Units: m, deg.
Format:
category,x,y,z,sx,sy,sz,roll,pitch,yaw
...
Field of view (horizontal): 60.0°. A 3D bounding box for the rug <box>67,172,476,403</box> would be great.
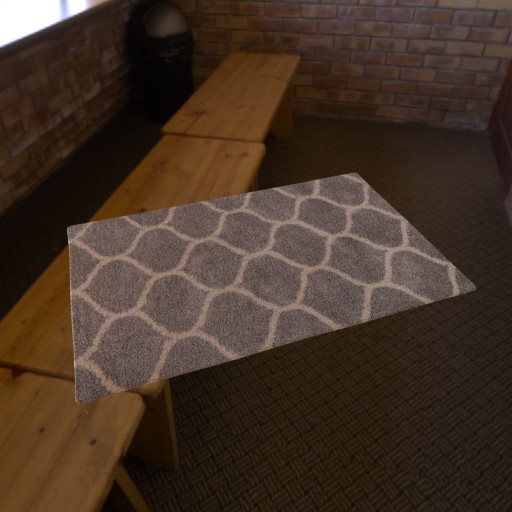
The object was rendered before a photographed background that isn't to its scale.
category,x,y,z,sx,sy,sz,roll,pitch,yaw
rug,0.000,0.000,2.948,2.348,0.025,1.501,-13,42,-15
